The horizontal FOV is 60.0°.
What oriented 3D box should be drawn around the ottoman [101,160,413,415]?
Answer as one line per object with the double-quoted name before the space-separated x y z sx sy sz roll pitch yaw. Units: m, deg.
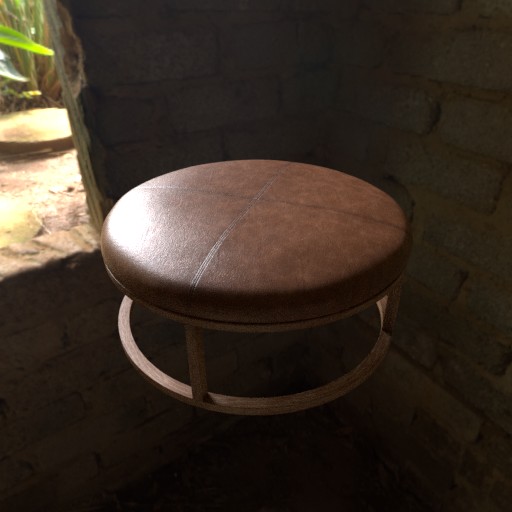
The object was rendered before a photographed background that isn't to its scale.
"ottoman" 0.000 0.000 1.557 1.006 0.445 1.006 0 31 0
